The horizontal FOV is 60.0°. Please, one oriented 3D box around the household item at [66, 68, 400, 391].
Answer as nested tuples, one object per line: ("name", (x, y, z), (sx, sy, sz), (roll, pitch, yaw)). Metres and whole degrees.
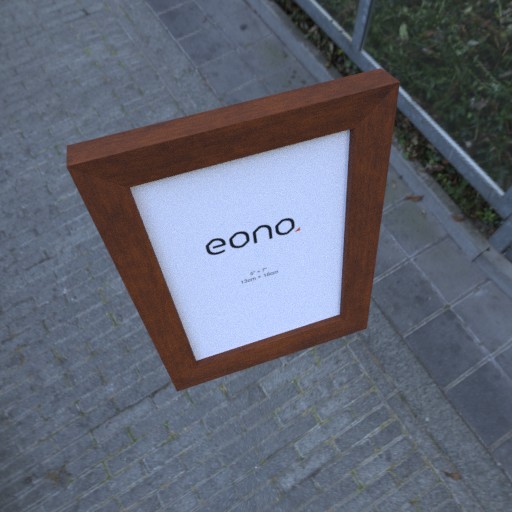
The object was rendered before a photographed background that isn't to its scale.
("household item", (0.000, 0.000, 0.287), (0.160, 0.204, 0.096), (-17, 66, -8))
